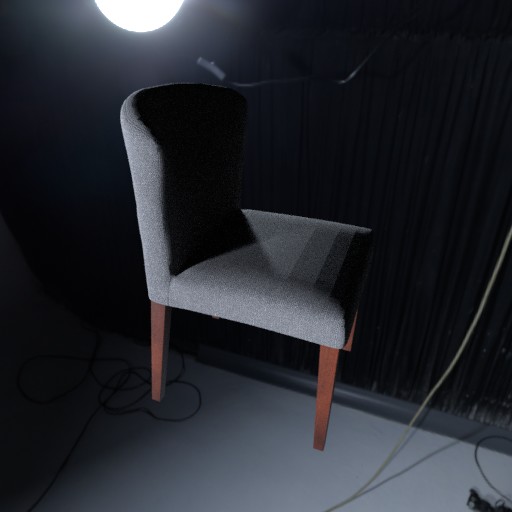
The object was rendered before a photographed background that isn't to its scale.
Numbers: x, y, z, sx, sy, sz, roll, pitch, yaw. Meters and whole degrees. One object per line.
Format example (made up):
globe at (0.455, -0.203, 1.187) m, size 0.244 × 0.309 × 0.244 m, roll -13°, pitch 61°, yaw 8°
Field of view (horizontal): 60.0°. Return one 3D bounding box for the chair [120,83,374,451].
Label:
chair at (0.000, 0.000, 1.203) m, size 0.589 × 0.839 × 0.491 m, roll 11°, pitch 32°, yaw 18°
